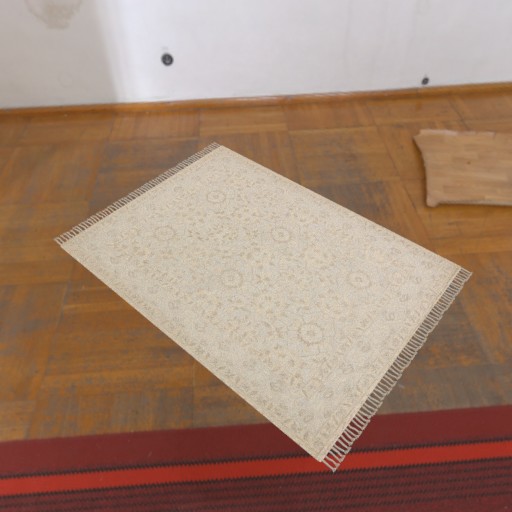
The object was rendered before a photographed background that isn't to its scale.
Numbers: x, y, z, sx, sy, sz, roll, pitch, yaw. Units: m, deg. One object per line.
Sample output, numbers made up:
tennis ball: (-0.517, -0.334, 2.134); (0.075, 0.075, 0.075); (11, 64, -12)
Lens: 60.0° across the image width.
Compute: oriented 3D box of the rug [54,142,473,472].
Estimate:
rug: (0.000, 0.000, 2.265); (1.771, 0.015, 1.223); (32, 55, 26)
